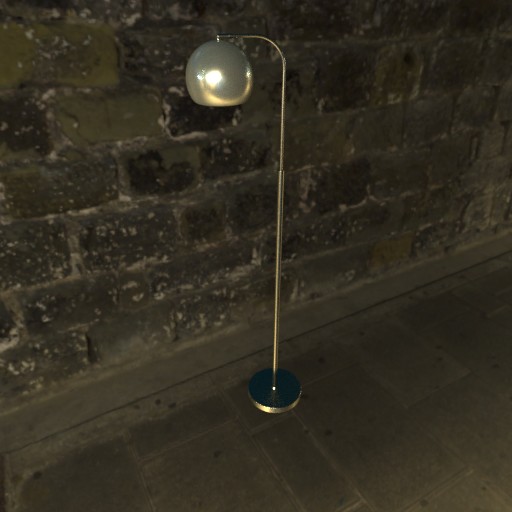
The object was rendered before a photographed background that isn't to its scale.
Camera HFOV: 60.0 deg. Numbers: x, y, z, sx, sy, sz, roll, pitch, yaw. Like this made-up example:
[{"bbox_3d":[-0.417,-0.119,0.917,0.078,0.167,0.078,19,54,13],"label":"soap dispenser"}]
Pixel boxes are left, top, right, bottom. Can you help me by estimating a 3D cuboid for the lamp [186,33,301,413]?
[{"bbox_3d":[0.000,0.000,1.693,0.431,1.526,0.250,-8,31,-13],"label":"lamp"}]
